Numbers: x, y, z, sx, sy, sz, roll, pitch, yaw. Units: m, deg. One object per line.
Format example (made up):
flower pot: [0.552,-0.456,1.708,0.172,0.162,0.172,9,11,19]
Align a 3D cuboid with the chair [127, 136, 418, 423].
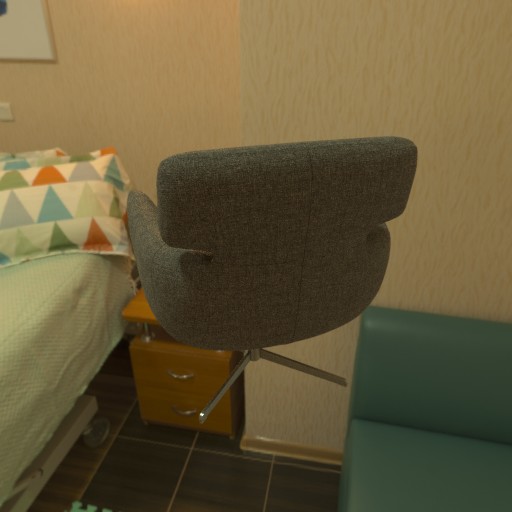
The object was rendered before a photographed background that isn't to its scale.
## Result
chair: [0.000,0.000,1.344,0.706,0.812,0.715,-8,28,-16]
